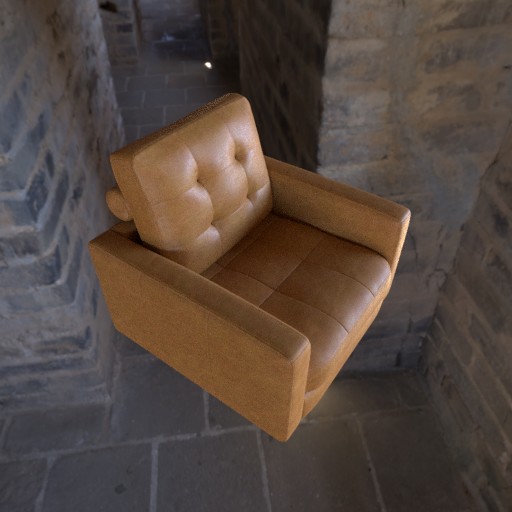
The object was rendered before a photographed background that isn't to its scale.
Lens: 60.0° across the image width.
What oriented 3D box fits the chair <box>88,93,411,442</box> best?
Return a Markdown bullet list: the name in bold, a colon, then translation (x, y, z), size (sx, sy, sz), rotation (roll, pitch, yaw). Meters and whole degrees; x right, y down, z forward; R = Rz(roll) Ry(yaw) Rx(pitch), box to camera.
- **chair**: translation (0.000, 0.000, 1.598), size (0.868, 0.896, 0.831), rotation (26, 48, 26)
